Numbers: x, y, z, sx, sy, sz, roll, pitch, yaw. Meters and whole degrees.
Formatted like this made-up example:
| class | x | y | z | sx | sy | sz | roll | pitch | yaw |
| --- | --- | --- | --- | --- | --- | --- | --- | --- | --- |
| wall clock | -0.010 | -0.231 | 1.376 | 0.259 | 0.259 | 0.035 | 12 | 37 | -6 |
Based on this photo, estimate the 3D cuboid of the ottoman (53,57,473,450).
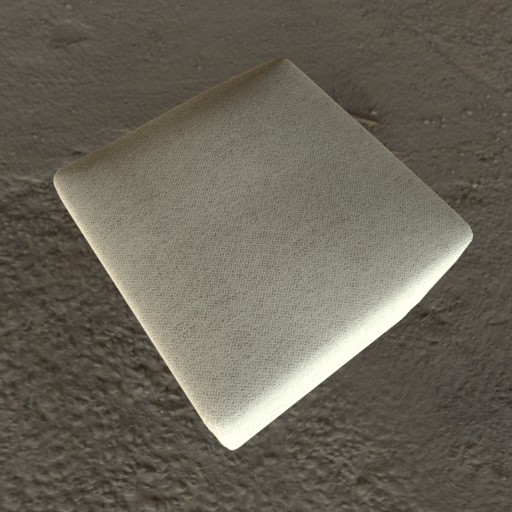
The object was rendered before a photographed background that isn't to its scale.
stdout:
| class | x | y | z | sx | sy | sz | roll | pitch | yaw |
| --- | --- | --- | --- | --- | --- | --- | --- | --- | --- |
| ottoman | 0.000 | 0.000 | 0.895 | 0.512 | 0.453 | 0.521 | -33 | 68 | -15 |
